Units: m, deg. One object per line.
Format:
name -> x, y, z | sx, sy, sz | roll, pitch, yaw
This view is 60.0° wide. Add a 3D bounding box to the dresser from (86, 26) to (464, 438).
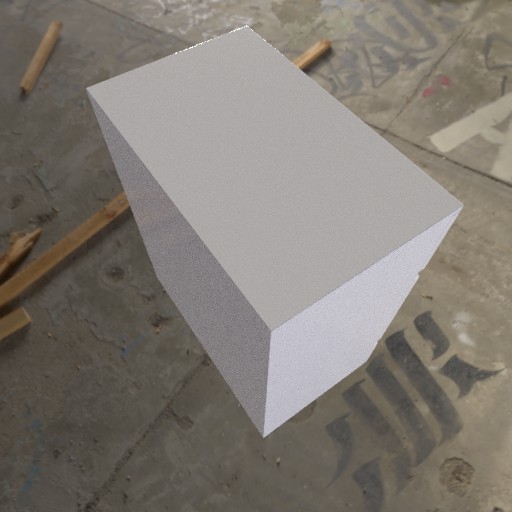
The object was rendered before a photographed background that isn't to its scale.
dresser -> 0.000, 0.000, 1.163 | 0.400, 0.800, 0.650 | -30, 62, -18
